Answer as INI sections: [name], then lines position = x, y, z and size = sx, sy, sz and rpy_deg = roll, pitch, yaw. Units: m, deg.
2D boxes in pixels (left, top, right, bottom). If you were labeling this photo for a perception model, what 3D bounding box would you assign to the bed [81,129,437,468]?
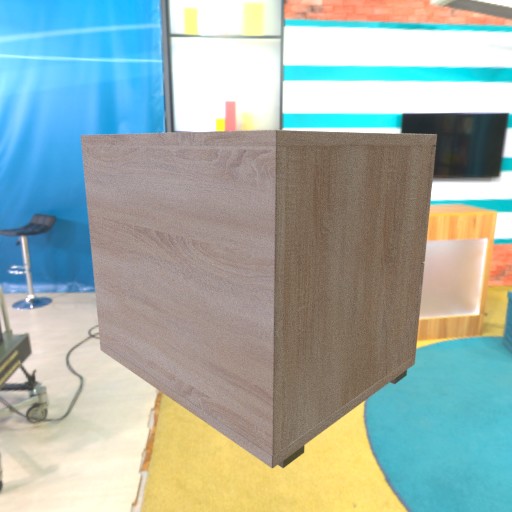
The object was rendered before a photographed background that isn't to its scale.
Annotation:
[bed]
position = 0.000, 0.000, 0.797
size = 0.401, 0.420, 0.460
rpy_deg = -14, 20, -43
